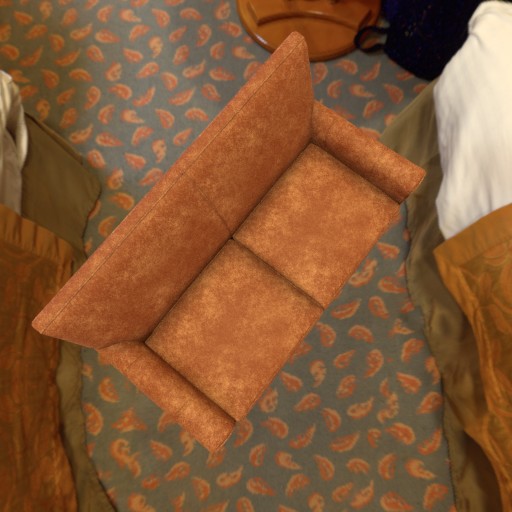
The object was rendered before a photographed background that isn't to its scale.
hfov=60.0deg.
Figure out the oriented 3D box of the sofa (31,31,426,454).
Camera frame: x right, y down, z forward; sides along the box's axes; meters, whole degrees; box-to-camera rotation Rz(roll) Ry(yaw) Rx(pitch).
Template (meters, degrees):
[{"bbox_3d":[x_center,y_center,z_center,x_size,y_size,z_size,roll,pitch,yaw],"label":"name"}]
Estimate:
[{"bbox_3d":[0.000,0.000,1.985,0.787,0.871,1.473,38,80,8],"label":"sofa"}]
